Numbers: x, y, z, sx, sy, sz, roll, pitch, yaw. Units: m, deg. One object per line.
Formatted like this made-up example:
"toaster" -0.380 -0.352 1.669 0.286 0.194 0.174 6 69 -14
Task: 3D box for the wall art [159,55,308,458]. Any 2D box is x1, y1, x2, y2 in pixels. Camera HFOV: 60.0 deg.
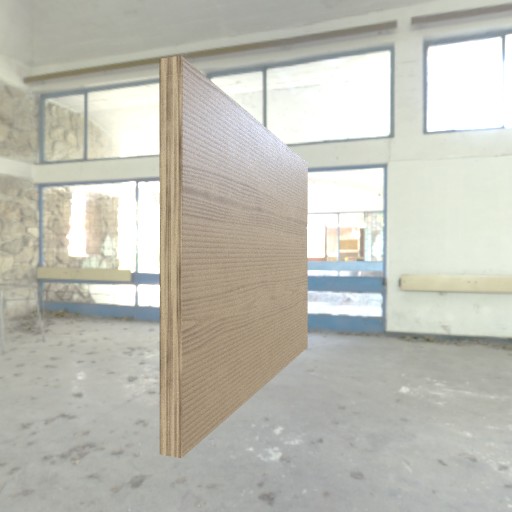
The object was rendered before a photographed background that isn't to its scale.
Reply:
"wall art" 0.000 0.000 1.077 0.063 0.609 0.841 0 0 20
